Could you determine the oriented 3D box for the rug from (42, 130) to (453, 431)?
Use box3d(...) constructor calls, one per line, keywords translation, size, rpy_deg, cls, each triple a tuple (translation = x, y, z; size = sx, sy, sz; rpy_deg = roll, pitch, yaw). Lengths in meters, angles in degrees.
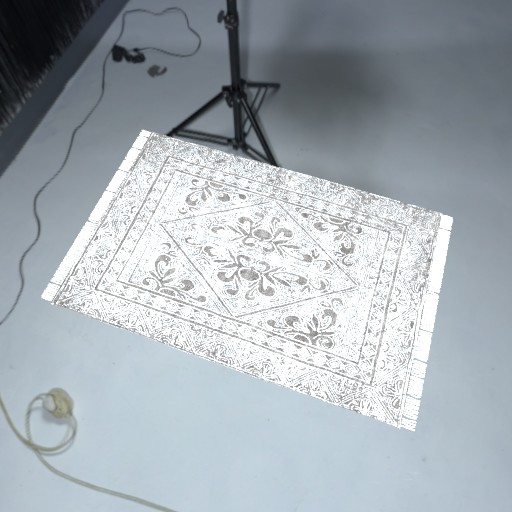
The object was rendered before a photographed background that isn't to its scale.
box3d(translation=(0.000, 0.000, 3.015), size=(2.440, 0.010, 1.529), rpy_deg=(17, 65, 9), cls="rug")
